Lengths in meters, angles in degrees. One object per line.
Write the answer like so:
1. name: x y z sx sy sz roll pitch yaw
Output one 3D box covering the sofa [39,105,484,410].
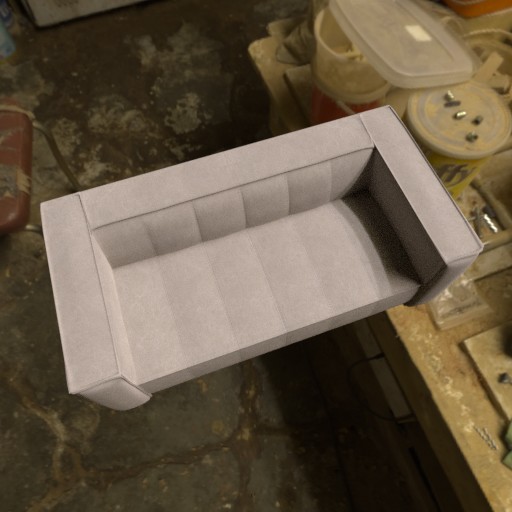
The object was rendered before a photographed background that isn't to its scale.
1. sofa: 0.000 0.000 2.443 1.995 0.680 1.038 -18 66 -8
